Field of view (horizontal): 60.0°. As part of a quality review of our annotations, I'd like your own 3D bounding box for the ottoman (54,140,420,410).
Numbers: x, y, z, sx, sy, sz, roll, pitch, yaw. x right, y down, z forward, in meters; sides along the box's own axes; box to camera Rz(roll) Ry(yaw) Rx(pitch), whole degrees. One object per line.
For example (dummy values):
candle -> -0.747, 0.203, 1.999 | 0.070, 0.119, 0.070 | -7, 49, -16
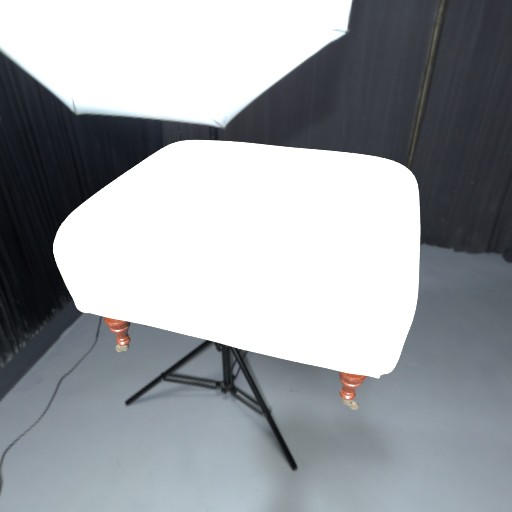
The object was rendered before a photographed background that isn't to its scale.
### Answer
ottoman -> 0.000, 0.000, 1.121 | 0.747, 0.450, 0.622 | 10, 34, 14
